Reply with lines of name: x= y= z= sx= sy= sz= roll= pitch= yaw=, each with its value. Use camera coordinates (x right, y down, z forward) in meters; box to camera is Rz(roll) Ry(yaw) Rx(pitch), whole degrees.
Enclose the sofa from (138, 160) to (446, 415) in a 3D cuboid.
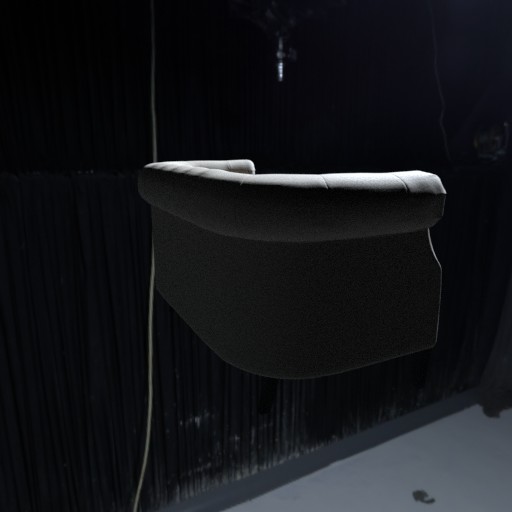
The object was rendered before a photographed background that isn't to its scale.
sofa: x=0.000 y=0.000 z=2.037 sx=0.835 sy=0.827 sz=1.558 roll=-7 pitch=16 yaw=-26
